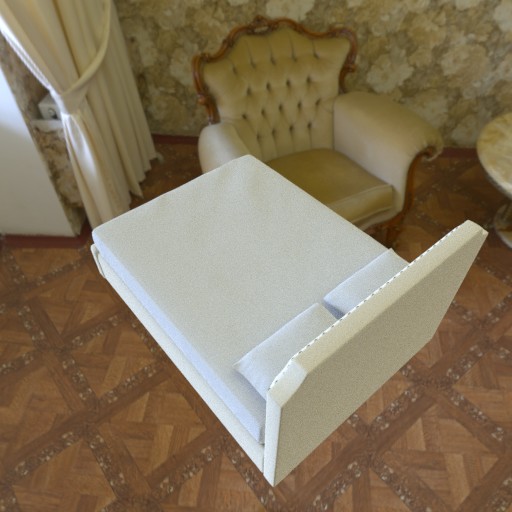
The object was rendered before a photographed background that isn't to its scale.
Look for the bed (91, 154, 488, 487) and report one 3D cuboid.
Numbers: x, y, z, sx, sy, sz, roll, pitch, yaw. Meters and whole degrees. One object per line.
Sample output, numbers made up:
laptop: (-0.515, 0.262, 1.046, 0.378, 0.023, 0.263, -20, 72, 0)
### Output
bed: (0.000, 0.000, 3.309, 1.703, 1.415, 2.329, -32, 55, -26)
